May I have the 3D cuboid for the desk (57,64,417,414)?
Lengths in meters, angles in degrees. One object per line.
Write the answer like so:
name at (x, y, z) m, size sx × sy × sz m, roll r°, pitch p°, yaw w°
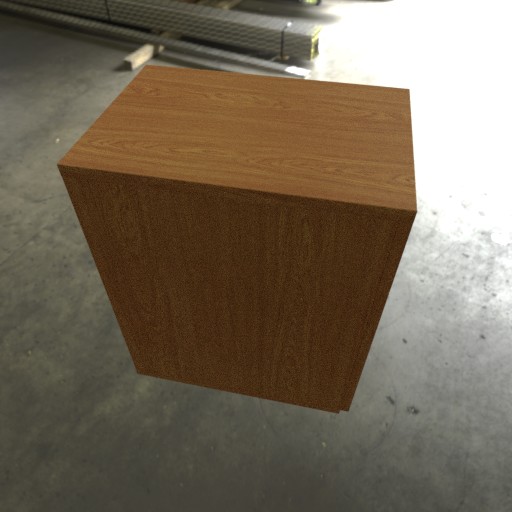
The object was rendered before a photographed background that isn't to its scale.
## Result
desk at (0.000, 0.000, 1.101) m, size 0.600 × 0.730 × 0.404 m, roll 9°, pitch 47°, yaw 8°
